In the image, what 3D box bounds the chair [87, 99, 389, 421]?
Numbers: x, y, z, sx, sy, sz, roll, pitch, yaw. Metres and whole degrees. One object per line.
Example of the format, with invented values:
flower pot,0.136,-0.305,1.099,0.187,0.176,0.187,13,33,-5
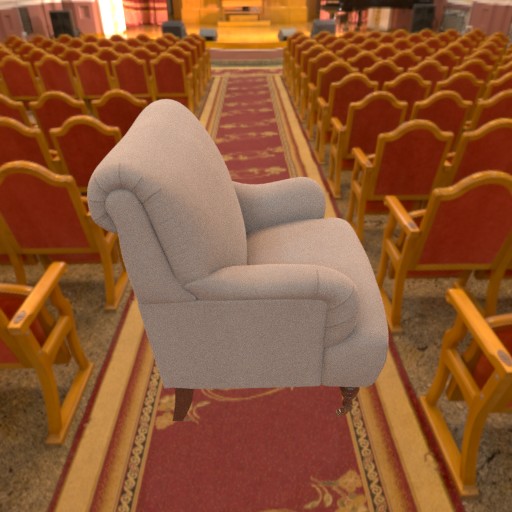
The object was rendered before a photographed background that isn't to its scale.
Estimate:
chair,0.000,0.000,1.566,0.842,0.942,0.766,0,32,-1
